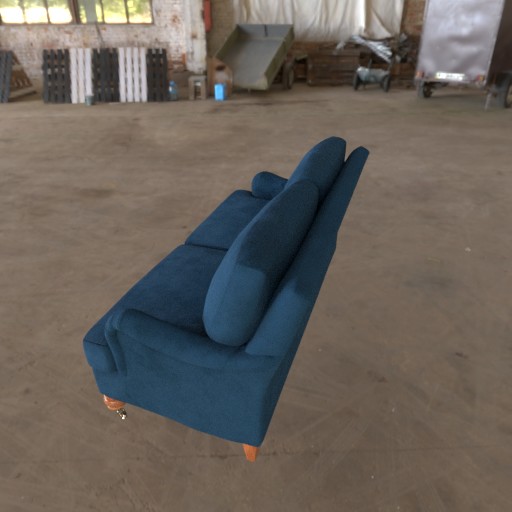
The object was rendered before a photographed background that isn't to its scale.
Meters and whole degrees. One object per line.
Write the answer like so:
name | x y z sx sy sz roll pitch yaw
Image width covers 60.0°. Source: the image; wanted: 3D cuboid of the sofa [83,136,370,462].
sofa | 0.000 0.000 2.782 1.084 1.101 2.141 9 31 16
